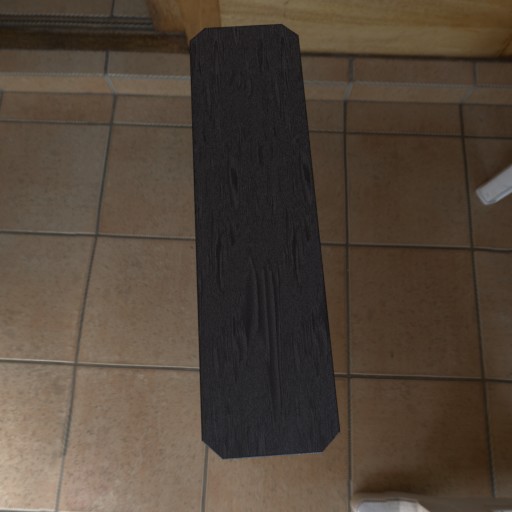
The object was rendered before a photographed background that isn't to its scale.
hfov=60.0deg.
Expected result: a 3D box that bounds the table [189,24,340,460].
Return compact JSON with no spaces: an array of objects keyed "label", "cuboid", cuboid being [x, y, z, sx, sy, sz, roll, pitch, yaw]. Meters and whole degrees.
[{"label":"table","cuboid":[0.000,0.000,1.444,0.329,0.800,1.112,-4,75,-1]}]
